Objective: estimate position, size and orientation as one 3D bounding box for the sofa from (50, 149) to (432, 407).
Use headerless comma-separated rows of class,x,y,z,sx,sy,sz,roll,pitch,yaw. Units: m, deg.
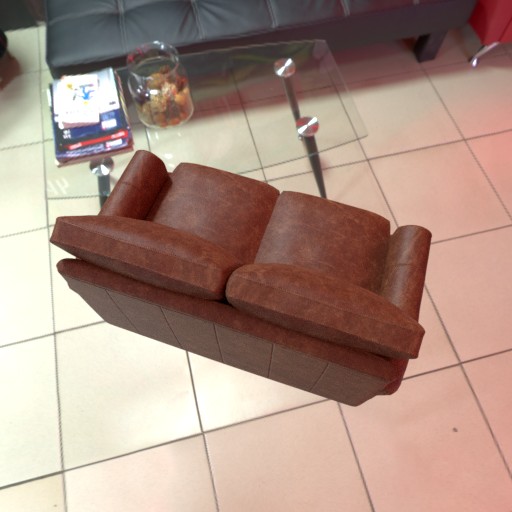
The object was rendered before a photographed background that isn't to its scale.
sofa,0.000,0.000,2.231,1.616,0.967,0.990,17,65,8
